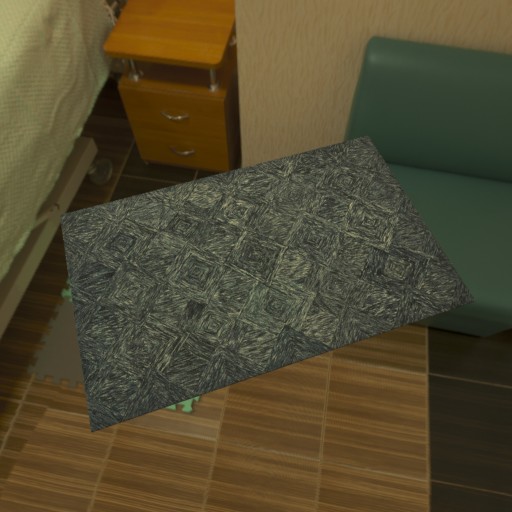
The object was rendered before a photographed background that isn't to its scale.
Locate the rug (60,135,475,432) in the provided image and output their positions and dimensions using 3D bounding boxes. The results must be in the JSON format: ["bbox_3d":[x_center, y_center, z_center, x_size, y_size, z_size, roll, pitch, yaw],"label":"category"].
[{"bbox_3d":[0.000,0.000,2.871,2.330,0.017,1.478,-16,61,-9],"label":"rug"}]
